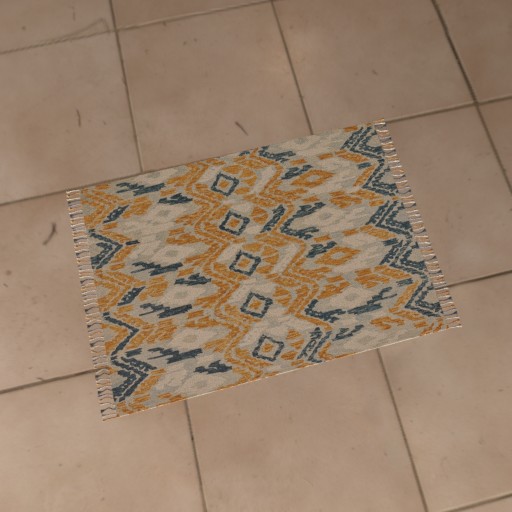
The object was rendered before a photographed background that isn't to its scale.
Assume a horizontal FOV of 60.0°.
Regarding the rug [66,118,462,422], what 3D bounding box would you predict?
[{"bbox_3d":[0.000,0.000,2.319,1.827,0.008,1.230,-14,75,-4],"label":"rug"}]
